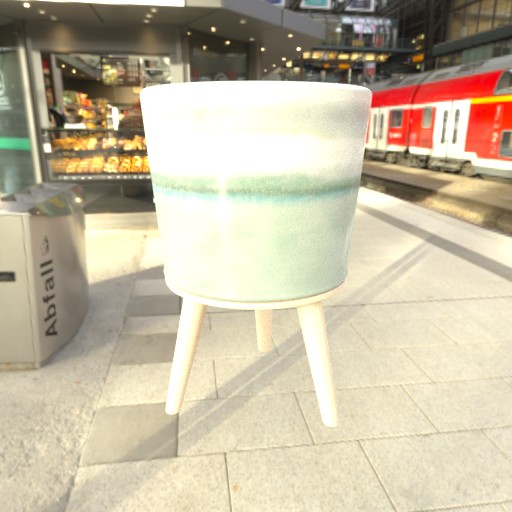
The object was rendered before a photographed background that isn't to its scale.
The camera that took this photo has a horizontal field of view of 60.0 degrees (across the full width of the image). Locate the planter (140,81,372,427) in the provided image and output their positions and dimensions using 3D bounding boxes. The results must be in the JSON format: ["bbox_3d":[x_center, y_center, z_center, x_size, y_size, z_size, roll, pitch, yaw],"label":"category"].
[{"bbox_3d":[0.000,0.000,0.577,0.265,0.404,0.265,-3,17,-10],"label":"planter"}]
